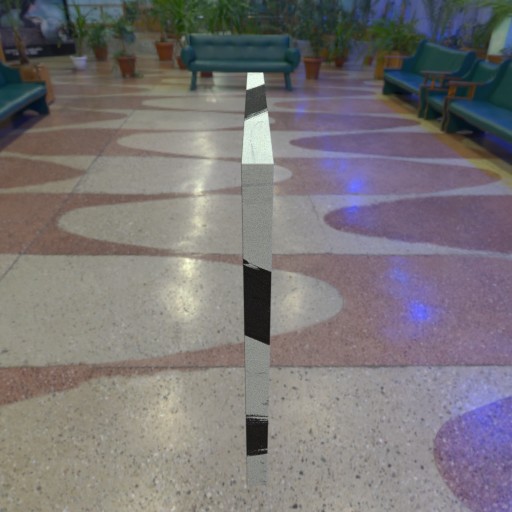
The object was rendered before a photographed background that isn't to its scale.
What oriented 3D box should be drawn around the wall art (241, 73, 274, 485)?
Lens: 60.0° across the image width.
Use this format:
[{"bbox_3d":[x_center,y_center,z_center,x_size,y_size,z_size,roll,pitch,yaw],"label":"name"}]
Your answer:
[{"bbox_3d":[0.000,0.000,1.142,0.046,0.765,0.765,0,31,0],"label":"wall art"}]
